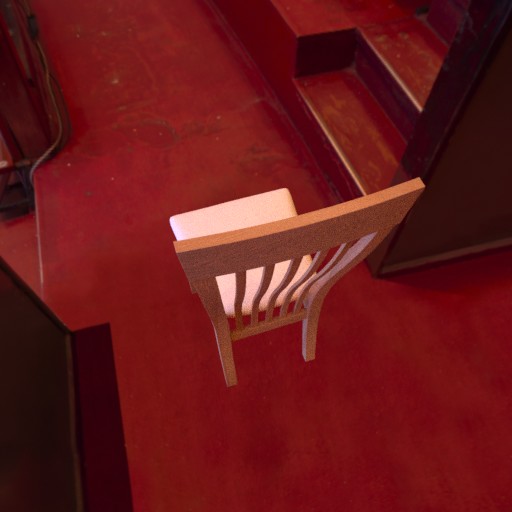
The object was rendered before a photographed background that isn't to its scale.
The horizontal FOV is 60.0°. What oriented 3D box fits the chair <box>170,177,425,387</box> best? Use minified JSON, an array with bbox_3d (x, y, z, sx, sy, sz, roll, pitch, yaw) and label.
[{"bbox_3d":[0.000,0.000,1.328,0.450,1.050,0.580,-15,58,-10],"label":"chair"}]
